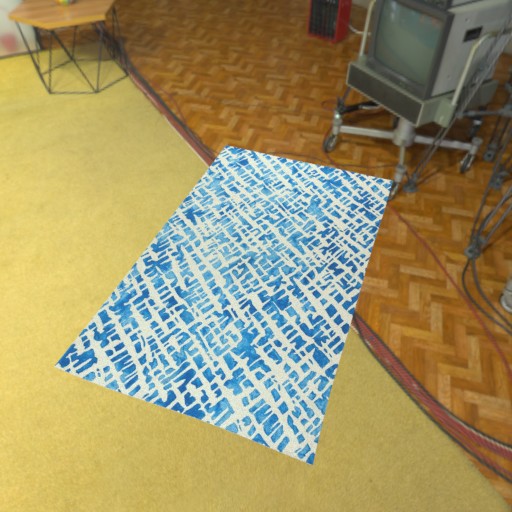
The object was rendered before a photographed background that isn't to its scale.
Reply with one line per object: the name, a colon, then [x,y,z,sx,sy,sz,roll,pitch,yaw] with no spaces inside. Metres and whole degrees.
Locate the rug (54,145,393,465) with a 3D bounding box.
rug: [0.000,0.000,3.114,1.520,0.011,2.447,15,48,14]
